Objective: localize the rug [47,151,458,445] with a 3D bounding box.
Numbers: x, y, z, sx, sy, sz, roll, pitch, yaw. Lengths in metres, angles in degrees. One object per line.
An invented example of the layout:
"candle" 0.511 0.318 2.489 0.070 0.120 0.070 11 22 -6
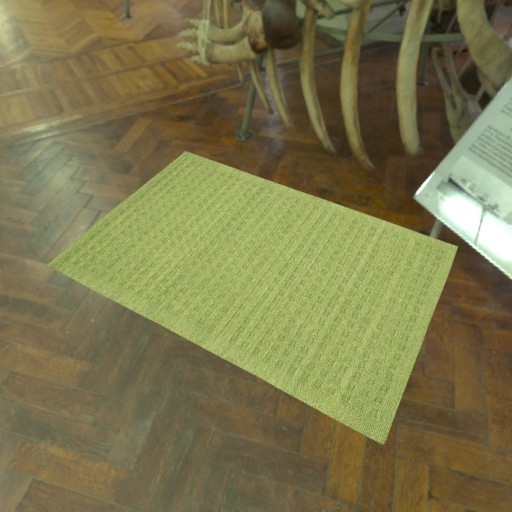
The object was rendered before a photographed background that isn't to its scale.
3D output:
"rug" 0.000 0.000 2.954 2.297 0.007 1.529 23 51 20
